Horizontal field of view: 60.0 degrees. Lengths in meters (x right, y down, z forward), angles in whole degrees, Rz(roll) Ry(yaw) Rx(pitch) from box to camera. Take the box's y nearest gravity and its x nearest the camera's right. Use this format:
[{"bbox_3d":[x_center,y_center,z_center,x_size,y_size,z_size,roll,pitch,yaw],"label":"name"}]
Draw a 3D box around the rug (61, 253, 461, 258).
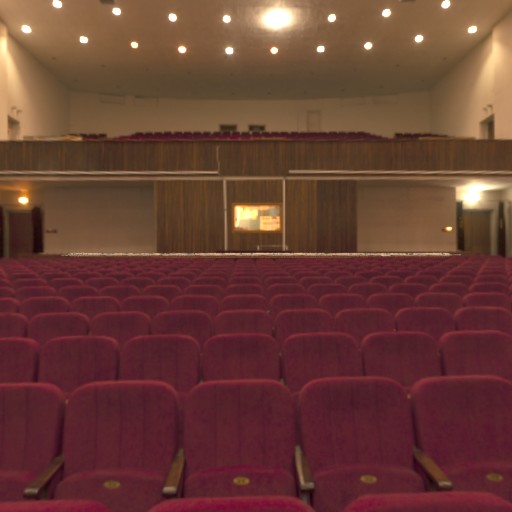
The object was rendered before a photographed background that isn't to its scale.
[{"bbox_3d":[0.000,0.000,3.833,2.125,0.028,3.027,0,0,-1],"label":"rug"}]
